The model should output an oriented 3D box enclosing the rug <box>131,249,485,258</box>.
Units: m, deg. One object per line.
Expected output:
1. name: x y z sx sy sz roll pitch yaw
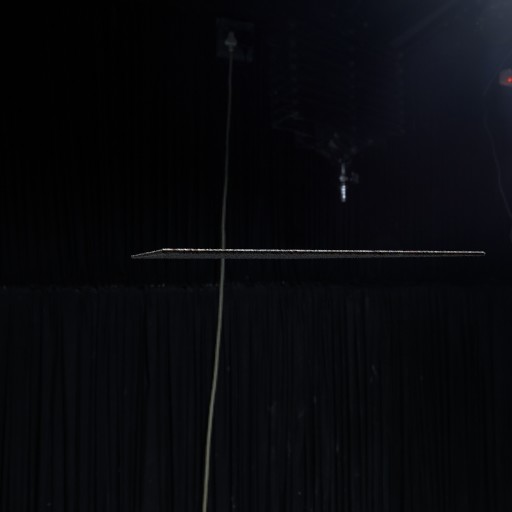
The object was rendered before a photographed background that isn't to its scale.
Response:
1. rug: 0.000 0.000 2.233 1.143 0.014 1.761 0 -1 -19
